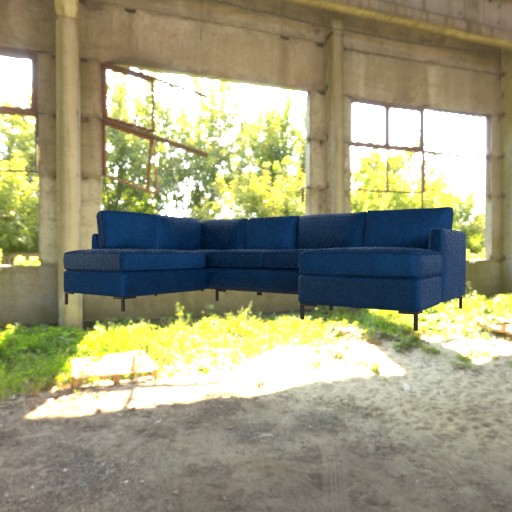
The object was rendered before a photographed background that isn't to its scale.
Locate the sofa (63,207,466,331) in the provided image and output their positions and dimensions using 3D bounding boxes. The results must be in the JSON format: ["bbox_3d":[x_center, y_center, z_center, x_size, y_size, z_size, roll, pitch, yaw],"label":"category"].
[{"bbox_3d":[0.000,0.000,4.339,3.434,0.992,2.055,0,0,36],"label":"sofa"}]
